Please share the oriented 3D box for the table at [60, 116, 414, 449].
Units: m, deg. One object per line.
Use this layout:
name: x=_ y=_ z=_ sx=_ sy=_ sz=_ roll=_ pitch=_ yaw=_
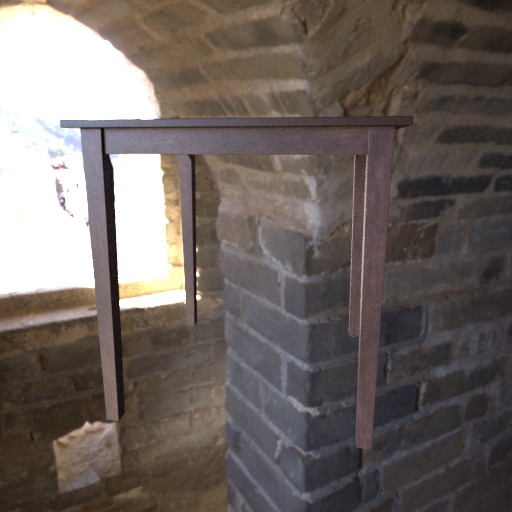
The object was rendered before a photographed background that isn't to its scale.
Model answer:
table: x=0.000 y=0.000 z=1.366 sx=0.749 sy=0.770 sz=0.749 roll=2 pitch=14 yaw=10
